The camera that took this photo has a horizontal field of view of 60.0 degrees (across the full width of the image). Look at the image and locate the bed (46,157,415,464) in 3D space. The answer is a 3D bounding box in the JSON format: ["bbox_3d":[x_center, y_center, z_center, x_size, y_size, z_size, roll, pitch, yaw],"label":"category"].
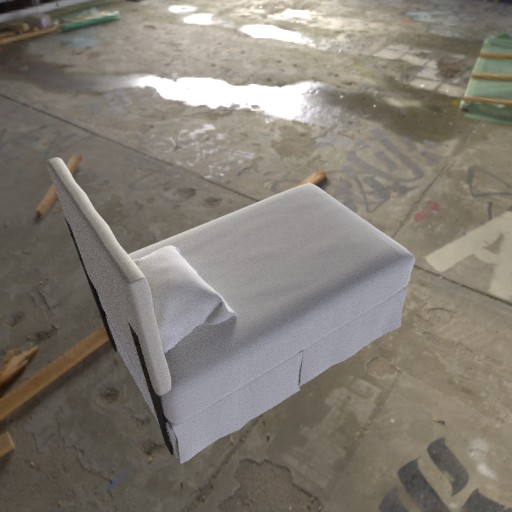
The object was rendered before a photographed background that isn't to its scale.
[{"bbox_3d":[0.000,0.000,2.962,1.997,1.571,1.261,-25,48,-25],"label":"bed"}]
